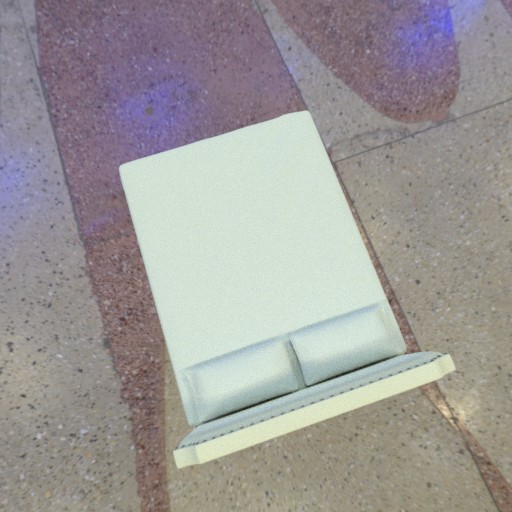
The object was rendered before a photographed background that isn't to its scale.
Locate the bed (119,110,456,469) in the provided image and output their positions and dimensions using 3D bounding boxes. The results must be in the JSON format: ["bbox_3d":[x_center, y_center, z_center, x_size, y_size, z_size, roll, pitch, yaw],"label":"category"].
[{"bbox_3d":[0.000,0.000,3.349,1.703,1.415,2.329,-18,76,-5],"label":"bed"}]
